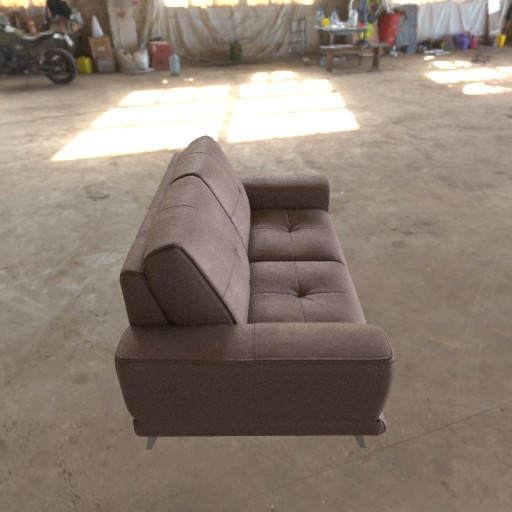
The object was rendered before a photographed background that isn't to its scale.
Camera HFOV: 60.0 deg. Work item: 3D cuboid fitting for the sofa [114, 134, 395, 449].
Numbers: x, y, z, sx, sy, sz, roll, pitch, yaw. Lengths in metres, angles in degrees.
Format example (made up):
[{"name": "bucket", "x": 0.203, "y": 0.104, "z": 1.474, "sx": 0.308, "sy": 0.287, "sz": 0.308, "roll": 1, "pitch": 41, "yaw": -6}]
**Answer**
[{"name": "sofa", "x": 0.000, "y": 0.000, "z": 2.329, "sx": 1.018, "sy": 0.907, "sz": 1.806, "roll": 0, "pitch": 32, "yaw": 0}]
